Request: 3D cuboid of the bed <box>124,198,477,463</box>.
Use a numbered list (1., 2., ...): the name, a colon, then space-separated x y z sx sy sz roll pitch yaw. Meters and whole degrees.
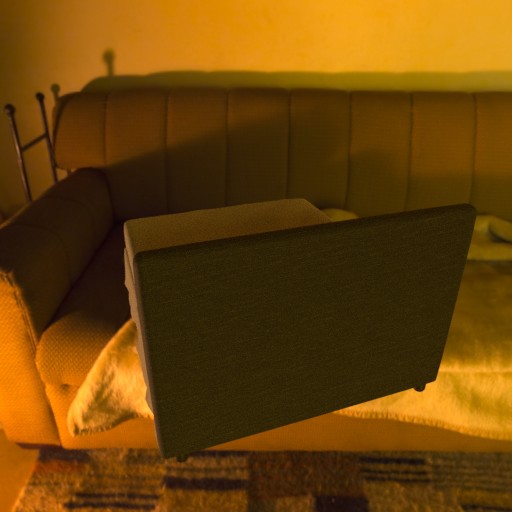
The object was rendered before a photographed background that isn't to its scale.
1. bed: 0.000 0.000 3.282 1.884 1.330 2.142 -9 29 -17
